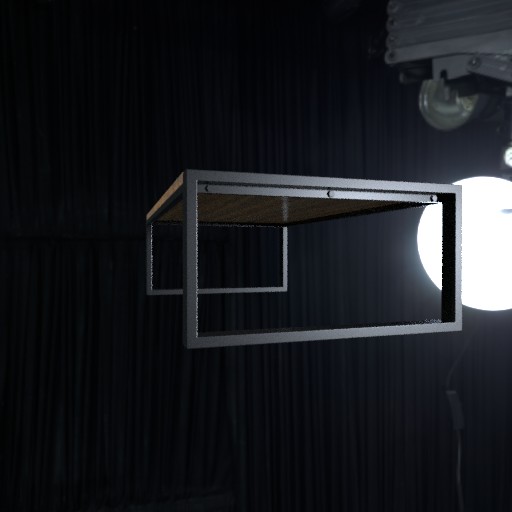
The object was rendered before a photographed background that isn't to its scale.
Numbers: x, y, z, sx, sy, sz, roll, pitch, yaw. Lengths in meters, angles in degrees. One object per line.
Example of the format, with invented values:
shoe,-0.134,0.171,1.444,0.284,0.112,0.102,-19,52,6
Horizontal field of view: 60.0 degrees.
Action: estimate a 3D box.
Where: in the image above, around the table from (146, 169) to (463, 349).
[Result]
table,0.000,0.000,1.734,0.750,0.400,1.350,0,0,-18
